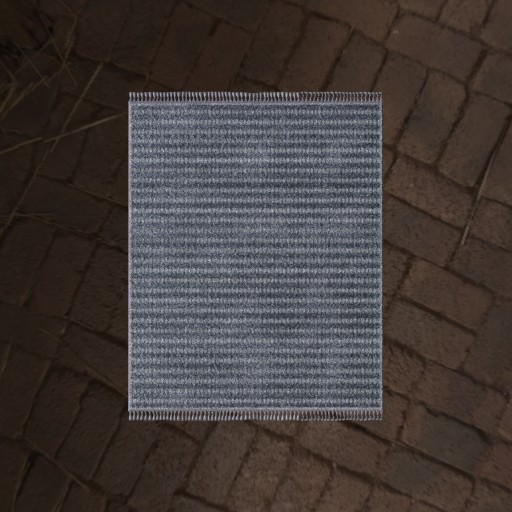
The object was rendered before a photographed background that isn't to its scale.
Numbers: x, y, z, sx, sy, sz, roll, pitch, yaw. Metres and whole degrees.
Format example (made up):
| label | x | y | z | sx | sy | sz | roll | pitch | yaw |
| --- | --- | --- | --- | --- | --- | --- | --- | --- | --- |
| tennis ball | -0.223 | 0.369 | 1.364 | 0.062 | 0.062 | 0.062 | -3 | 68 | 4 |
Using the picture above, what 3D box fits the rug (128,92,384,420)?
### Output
| label | x | y | z | sx | sy | sz | roll | pitch | yaw |
| --- | --- | --- | --- | --- | --- | --- | --- | --- | --- |
| rug | 0.000 | 0.000 | 3.925 | 2.256 | 0.013 | 2.910 | 0 | 90 | 0 |
